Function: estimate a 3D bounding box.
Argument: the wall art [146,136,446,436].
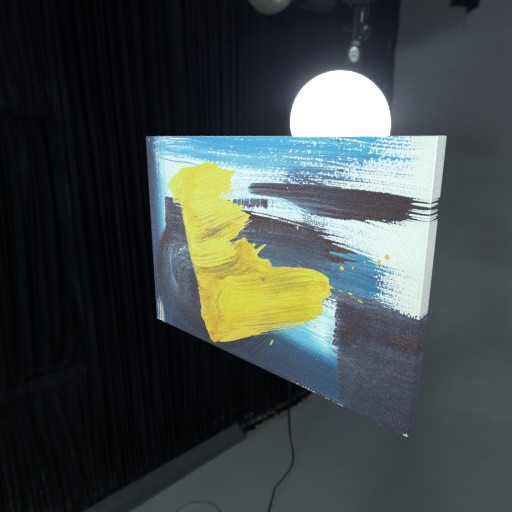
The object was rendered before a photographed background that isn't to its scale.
[{"bbox_3d":[0.000,0.000,1.168,0.914,0.610,0.039,14,20,42],"label":"wall art"}]
